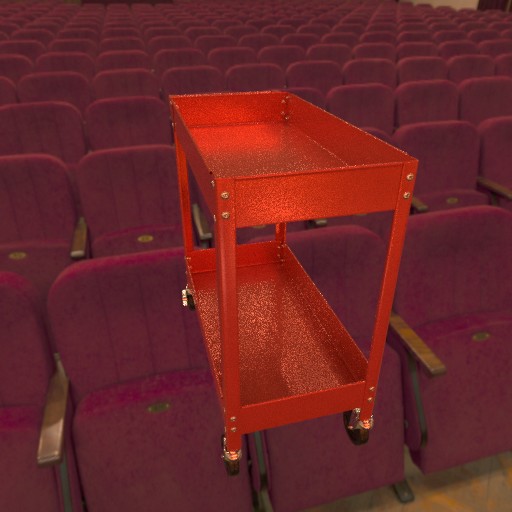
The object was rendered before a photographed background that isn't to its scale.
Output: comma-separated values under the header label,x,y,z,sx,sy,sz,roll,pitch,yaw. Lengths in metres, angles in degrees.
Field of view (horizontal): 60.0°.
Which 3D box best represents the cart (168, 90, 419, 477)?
label,x,y,z,sx,sy,sz,roll,pitch,yaw
cart,0.000,0.000,1.170,0.366,0.719,0.779,-8,30,-13
